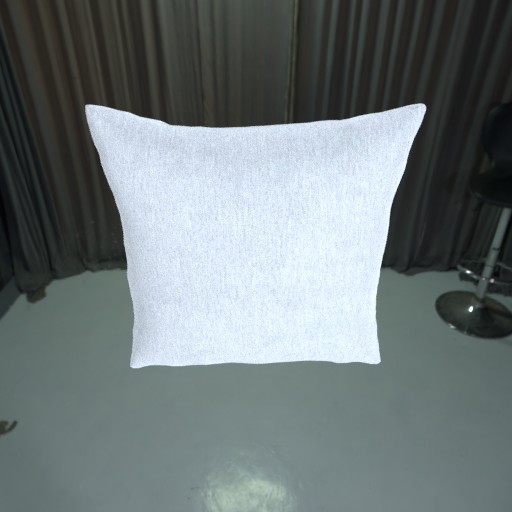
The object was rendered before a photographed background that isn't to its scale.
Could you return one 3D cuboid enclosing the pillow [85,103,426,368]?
[{"bbox_3d":[0.000,0.000,0.664,0.433,0.436,0.173,0,31,-1],"label":"pillow"}]
